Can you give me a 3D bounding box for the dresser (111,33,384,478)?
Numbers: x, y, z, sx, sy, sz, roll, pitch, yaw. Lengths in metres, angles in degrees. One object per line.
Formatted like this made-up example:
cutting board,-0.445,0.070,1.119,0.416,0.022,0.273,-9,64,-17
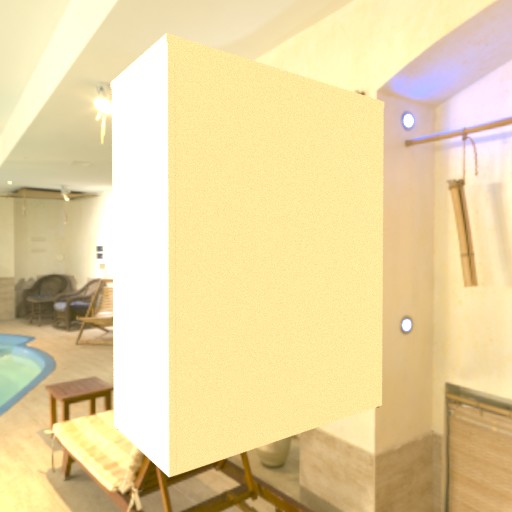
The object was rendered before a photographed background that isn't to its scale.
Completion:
dresser,0.000,0.000,1.421,0.800,1.040,0.380,-1,1,-37
